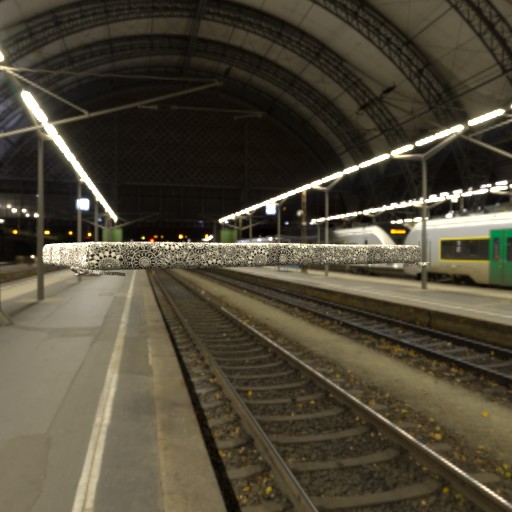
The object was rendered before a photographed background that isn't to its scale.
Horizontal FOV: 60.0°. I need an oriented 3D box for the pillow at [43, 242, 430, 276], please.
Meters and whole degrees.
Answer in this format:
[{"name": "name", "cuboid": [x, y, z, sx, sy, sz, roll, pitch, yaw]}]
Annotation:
[{"name": "pillow", "cuboid": [0.000, 0.000, 1.390, 1.187, 0.081, 0.492, 0, 1, -36]}]
